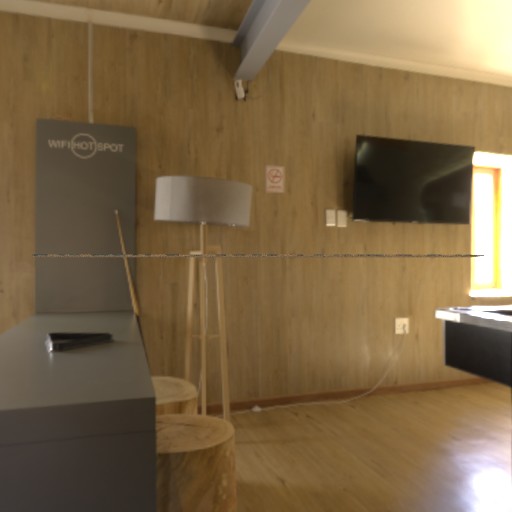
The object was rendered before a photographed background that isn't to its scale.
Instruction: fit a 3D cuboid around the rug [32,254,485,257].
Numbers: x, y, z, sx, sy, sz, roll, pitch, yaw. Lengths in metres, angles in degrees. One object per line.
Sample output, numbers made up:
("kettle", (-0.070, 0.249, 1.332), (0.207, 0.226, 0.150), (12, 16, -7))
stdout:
("rug", (0.000, 0.000, 2.380), (1.830, 0.011, 1.209), (0, 0, -2))
